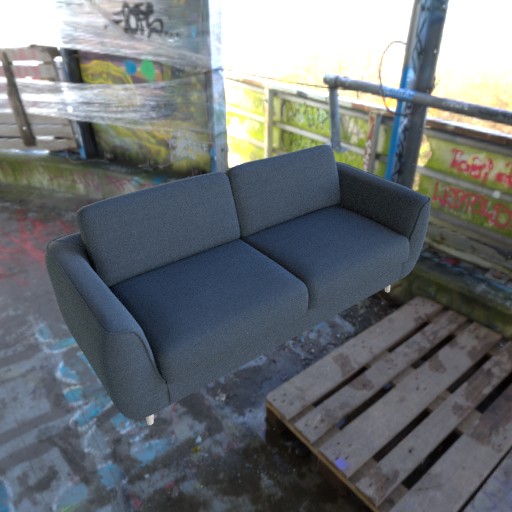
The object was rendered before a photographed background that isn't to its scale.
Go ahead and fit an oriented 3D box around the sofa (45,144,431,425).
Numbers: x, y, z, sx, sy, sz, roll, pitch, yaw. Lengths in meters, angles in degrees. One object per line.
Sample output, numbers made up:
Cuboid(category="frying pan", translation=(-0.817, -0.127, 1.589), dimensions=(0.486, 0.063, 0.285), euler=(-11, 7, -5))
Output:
Cuboid(category="sofa", translation=(0.000, 0.000, 2.449), dimensions=(2.000, 0.850, 0.920), euler=(-22, 37, -31))
